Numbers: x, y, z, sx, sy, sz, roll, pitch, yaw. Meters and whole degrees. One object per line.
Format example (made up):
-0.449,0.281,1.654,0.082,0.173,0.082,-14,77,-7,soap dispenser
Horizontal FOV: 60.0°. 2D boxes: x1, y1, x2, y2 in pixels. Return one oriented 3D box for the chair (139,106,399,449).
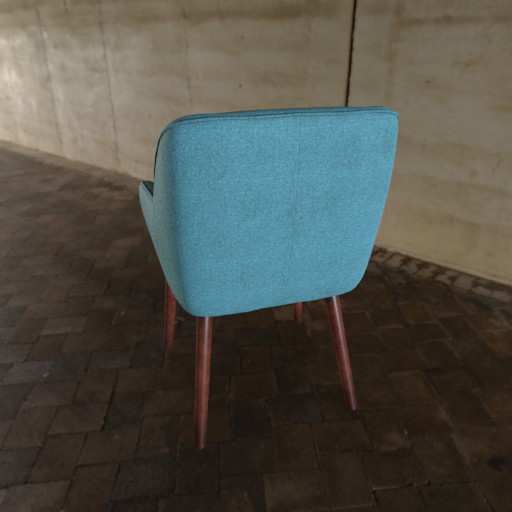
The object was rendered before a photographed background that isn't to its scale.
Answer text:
0.000,0.000,1.177,0.543,0.803,0.519,-8,27,-16,chair
